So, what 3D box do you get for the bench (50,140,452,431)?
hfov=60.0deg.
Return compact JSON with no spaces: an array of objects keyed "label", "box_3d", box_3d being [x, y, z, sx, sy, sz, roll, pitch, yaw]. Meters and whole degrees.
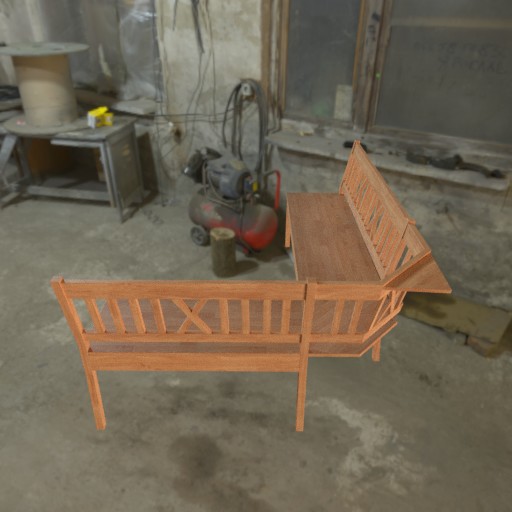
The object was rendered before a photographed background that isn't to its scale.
[{"label":"bench","box_3d":[0.000,0.000,2.727,1.537,0.902,1.937,0,30,0]}]
